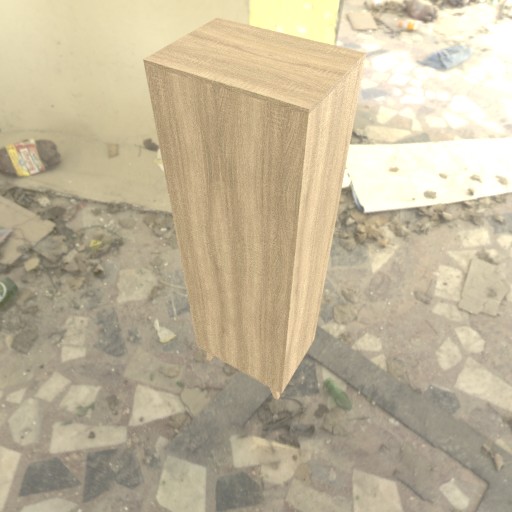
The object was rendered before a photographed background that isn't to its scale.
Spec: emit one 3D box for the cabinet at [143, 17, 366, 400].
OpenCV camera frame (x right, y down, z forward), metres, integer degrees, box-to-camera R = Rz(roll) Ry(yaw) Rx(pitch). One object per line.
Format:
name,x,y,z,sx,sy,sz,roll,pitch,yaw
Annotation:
cabinet,0.000,0.000,2.064,0.570,1.850,0.400,24,52,20
